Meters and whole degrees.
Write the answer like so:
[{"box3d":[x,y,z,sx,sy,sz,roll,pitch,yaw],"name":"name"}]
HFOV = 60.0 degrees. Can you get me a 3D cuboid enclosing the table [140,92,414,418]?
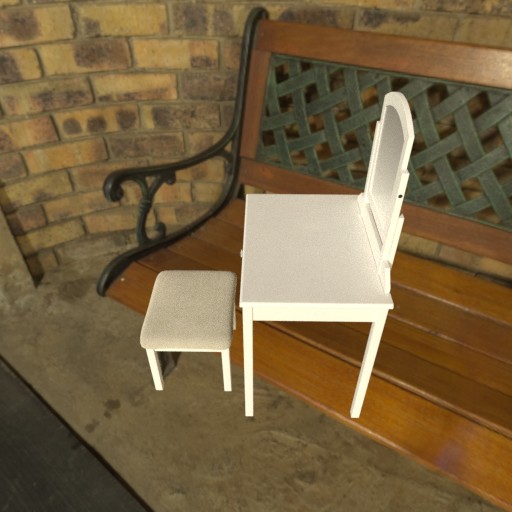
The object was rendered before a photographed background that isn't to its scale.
[{"box3d":[0.000,0.000,2.256,1.211,1.631,0.876,1,40,1],"name":"table"}]
